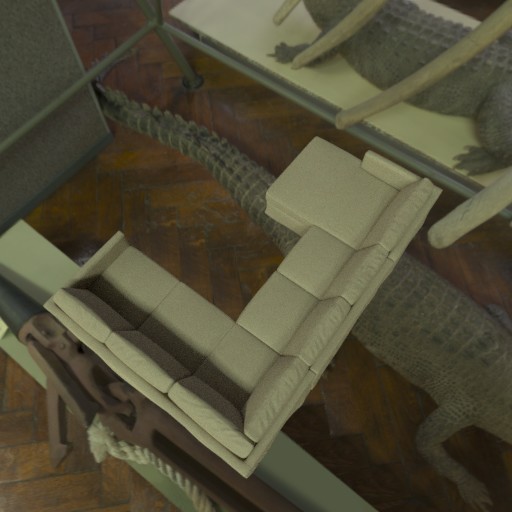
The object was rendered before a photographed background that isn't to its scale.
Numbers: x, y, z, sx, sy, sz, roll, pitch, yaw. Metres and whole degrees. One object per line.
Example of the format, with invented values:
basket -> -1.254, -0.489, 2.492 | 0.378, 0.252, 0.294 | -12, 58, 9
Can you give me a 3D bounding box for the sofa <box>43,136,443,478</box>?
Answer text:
sofa -> 0.000, 0.000, 4.675 | 2.476, 0.878, 3.528 | 34, 68, 15
